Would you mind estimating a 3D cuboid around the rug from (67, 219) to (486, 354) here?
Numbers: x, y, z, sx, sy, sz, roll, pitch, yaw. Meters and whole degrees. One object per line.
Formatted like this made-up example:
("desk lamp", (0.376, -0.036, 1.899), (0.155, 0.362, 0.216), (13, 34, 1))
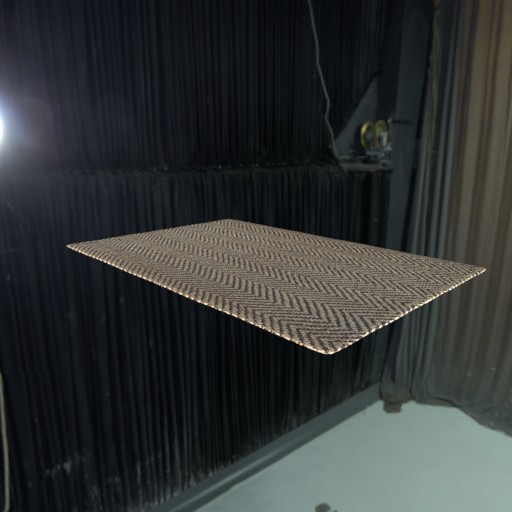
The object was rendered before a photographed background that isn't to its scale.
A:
("rug", (0.000, 0.000, 2.271), (1.219, 0.008, 1.828), (-14, 20, -42))
